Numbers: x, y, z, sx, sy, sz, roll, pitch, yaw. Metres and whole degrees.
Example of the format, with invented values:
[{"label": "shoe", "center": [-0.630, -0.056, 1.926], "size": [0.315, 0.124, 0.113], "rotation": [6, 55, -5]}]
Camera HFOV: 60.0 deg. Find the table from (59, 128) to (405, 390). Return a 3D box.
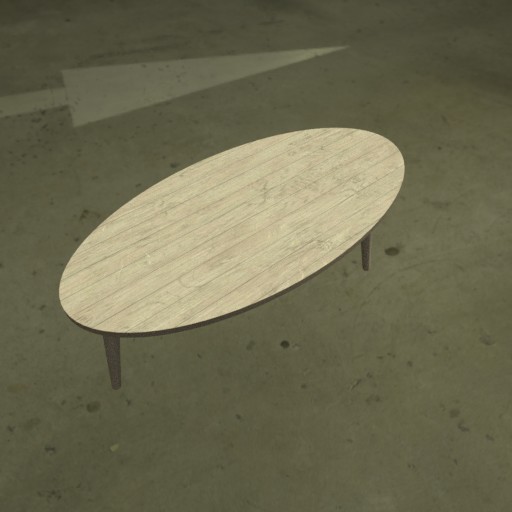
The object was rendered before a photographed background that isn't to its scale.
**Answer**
[{"label": "table", "center": [0.000, 0.000, 1.341], "size": [1.083, 0.390, 0.542], "rotation": [-31, 54, -26]}]
